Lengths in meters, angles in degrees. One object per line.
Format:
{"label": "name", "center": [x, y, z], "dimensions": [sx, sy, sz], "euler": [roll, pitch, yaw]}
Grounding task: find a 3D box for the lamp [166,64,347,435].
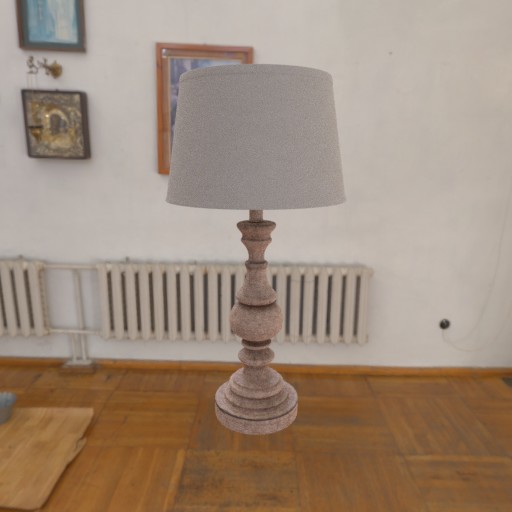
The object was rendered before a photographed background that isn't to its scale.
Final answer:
{"label": "lamp", "center": [0.000, 0.000, 0.874], "dimensions": [0.340, 0.678, 0.340], "euler": [0, 13, 0]}
